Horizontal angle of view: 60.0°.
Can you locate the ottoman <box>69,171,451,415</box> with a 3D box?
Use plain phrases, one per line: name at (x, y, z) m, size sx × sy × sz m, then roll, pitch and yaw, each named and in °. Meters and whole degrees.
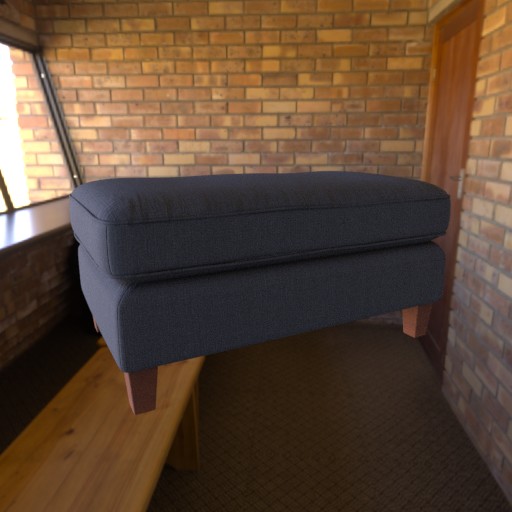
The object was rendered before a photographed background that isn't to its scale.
ottoman at (0.000, 0.000, 1.208) m, size 0.885 × 0.438 × 0.570 m, roll -7°, pitch 16°, yaw -27°
